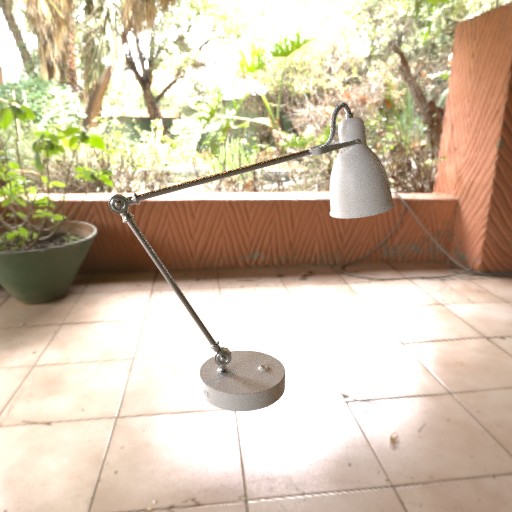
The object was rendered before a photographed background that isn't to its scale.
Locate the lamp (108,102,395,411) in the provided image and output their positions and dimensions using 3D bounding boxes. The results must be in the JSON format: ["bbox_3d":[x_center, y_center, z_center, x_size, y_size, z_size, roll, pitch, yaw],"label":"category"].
[{"bbox_3d":[0.000,0.000,0.894,0.561,0.587,0.187,-2,15,-8],"label":"lamp"}]
